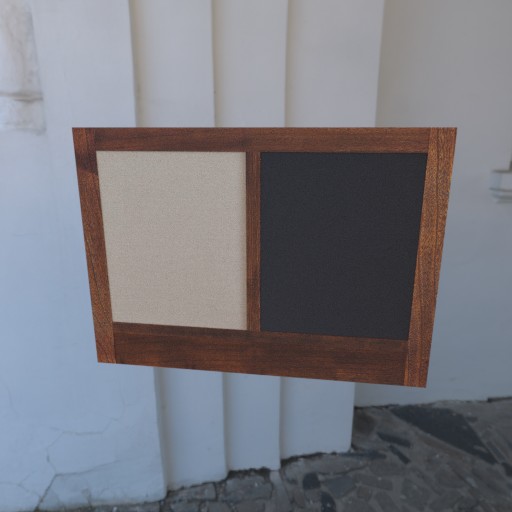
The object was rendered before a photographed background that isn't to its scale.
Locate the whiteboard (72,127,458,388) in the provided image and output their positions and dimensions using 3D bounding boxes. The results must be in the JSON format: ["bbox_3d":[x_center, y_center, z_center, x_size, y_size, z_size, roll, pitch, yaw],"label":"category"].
[{"bbox_3d":[0.000,0.000,0.992,0.768,0.553,0.083,2,16,8],"label":"whiteboard"}]
